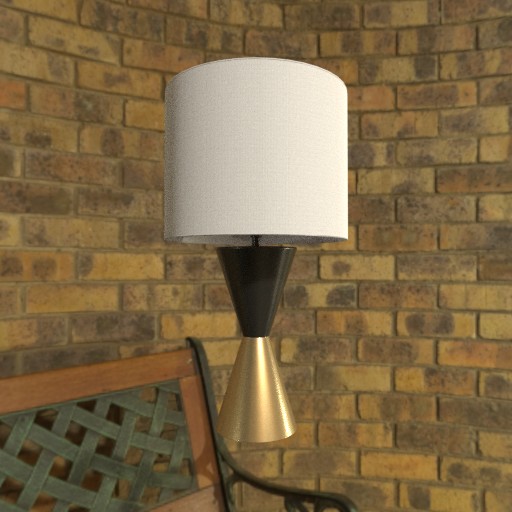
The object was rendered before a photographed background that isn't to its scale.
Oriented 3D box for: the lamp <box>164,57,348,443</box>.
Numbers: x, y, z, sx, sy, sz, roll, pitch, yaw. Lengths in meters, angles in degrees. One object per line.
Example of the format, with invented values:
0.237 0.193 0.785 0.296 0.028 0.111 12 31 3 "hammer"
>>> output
0.000 0.000 0.749 0.304 0.573 0.304 0 -1 19 "lamp"
